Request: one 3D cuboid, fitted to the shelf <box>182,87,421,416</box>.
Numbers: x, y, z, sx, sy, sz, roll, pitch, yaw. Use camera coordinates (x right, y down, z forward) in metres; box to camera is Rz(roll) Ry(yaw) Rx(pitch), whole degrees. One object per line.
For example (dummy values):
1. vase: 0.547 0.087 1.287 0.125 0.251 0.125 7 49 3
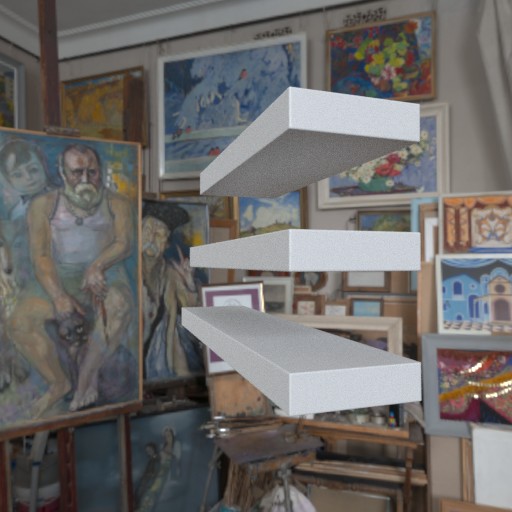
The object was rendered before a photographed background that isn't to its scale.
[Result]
1. shelf: 0.000 0.000 0.703 0.140 0.293 0.610 0 -1 -18
